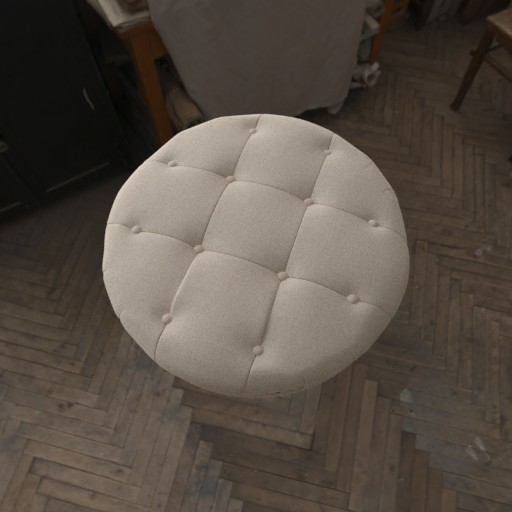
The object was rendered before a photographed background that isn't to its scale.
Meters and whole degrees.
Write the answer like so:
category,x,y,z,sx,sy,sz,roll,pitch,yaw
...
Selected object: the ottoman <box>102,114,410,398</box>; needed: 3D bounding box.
category,x,y,z,sx,sy,sz,roll,pitch,yaw
ottoman,0.000,0.000,1.487,0.940,0.483,0.940,0,64,0
